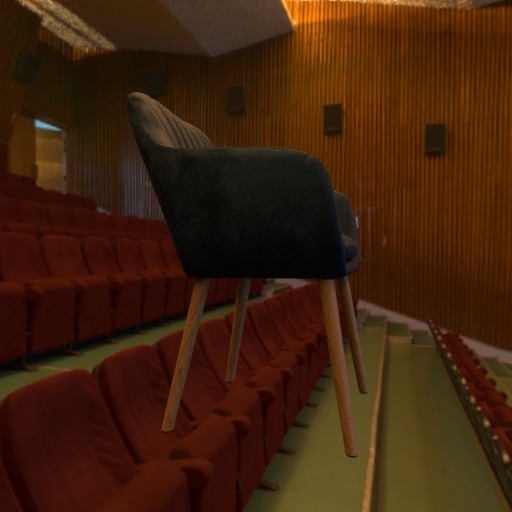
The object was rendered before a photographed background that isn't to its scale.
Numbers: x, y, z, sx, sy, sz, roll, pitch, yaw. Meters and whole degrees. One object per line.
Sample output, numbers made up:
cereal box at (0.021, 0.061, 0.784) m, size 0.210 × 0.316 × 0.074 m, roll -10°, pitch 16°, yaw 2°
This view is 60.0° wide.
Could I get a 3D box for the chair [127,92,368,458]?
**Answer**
chair at (0.000, 0.000, 1.208) m, size 0.573 × 0.826 × 0.578 m, roll 0°, pitch 0°, yaw 17°
